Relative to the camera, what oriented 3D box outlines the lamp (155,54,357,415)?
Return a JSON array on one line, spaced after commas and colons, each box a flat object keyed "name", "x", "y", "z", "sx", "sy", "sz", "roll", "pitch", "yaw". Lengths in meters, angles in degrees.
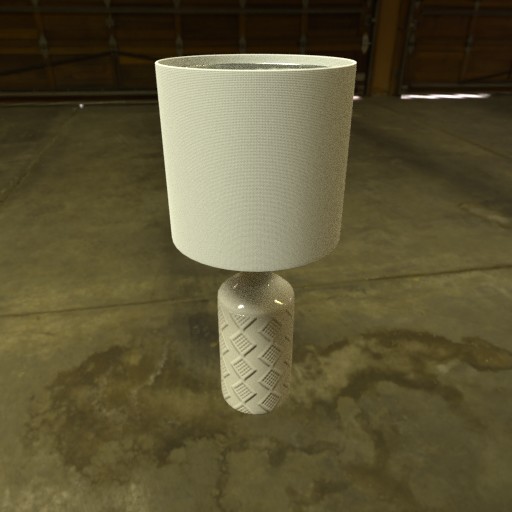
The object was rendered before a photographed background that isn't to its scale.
[{"name": "lamp", "x": 0.000, "y": 0.000, "z": 0.570, "sx": 0.207, "sy": 0.461, "sz": 0.207, "roll": 18, "pitch": 33, "yaw": 30}]
